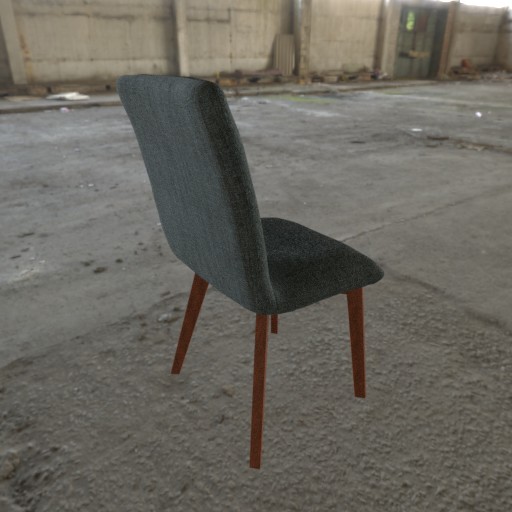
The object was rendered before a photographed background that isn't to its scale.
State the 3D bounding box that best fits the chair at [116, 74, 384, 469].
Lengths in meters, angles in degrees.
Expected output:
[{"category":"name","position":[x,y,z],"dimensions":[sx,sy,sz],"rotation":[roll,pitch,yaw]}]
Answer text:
[{"category":"chair","position":[0.000,0.000,1.269],"dimensions":[0.563,0.974,0.522],"rotation":[-17,30,-32]}]
